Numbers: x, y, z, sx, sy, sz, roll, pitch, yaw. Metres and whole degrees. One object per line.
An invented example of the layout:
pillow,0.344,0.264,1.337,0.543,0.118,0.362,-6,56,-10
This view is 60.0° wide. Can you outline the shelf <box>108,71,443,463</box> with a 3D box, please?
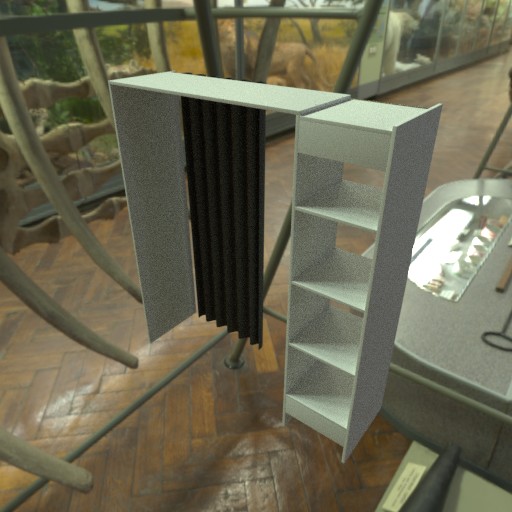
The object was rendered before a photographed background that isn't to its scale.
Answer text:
shelf,0.000,0.000,2.548,1.600,1.810,0.500,21,36,32
